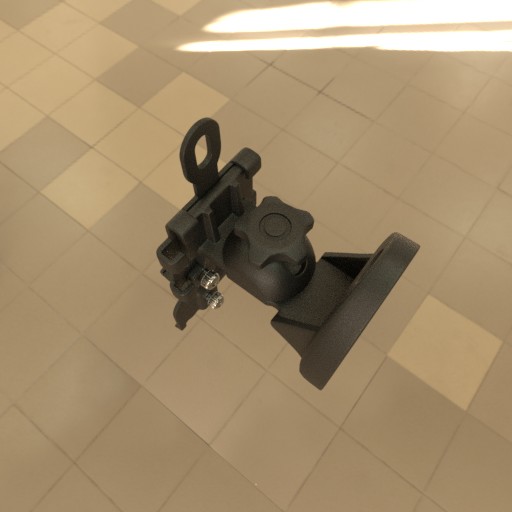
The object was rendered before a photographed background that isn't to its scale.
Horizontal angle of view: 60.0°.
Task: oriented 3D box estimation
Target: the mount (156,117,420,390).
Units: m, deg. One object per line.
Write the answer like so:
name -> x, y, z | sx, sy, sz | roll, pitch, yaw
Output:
mount -> 0.000, 0.000, 0.177 | 0.100, 0.118, 0.066 | 34, 68, 16
